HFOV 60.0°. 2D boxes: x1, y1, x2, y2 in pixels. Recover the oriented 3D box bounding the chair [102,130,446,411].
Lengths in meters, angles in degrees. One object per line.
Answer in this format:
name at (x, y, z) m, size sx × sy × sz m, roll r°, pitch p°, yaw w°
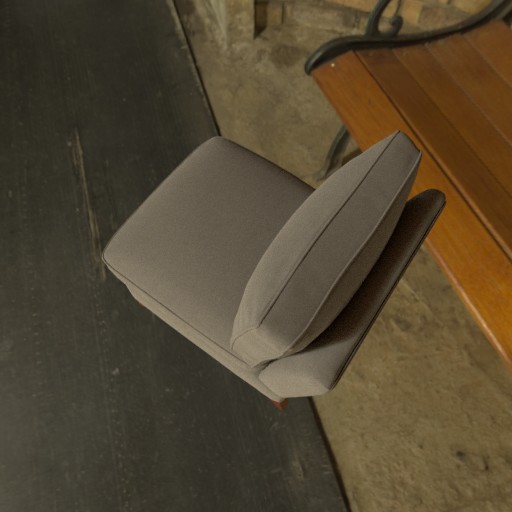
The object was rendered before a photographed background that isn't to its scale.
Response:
chair at (0.000, 0.000, 1.636) m, size 0.924 × 1.045 × 0.724 m, roll 32°, pitch 69°, yaw 14°
